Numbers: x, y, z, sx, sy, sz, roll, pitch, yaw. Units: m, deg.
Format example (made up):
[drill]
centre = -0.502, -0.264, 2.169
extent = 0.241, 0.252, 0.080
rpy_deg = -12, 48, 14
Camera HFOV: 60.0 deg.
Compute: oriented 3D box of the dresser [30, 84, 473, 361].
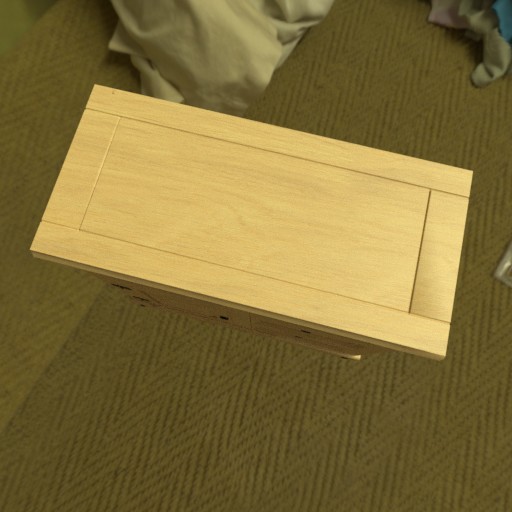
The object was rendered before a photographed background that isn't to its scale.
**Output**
[dresser]
centre = 0.000, 0.000, 1.396
extent = 0.915, 0.835, 0.440
rpy_deg = 14, 76, 3
